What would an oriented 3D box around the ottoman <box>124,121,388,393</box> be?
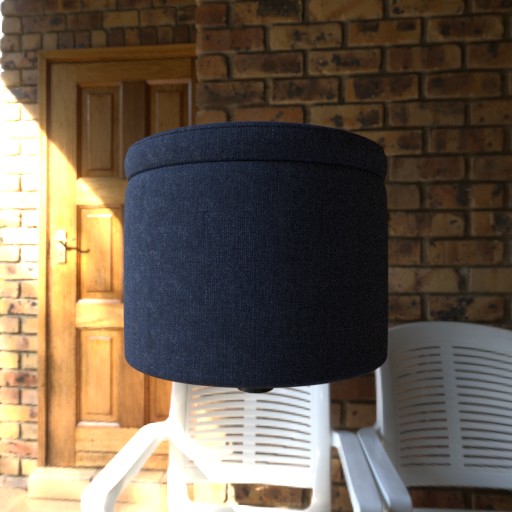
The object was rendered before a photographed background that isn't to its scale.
[{"bbox_3d":[0.000,0.000,0.909,0.520,0.430,0.520,0,0,0],"label":"ottoman"}]
